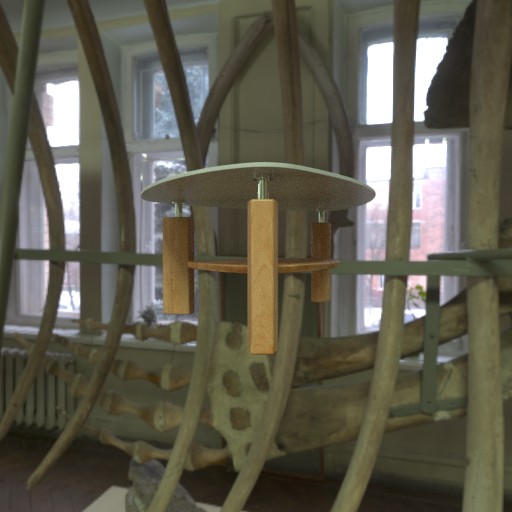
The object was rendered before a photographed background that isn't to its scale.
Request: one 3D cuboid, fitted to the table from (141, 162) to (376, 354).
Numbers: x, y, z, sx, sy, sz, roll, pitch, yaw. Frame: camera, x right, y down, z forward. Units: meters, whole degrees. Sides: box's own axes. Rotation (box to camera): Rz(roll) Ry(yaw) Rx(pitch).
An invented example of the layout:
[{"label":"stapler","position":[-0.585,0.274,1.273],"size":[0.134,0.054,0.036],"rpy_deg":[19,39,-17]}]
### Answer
[{"label":"table","position":[0.000,0.000,1.633],"size":[0.850,0.440,1.250],"rpy_deg":[0,1,17]}]
